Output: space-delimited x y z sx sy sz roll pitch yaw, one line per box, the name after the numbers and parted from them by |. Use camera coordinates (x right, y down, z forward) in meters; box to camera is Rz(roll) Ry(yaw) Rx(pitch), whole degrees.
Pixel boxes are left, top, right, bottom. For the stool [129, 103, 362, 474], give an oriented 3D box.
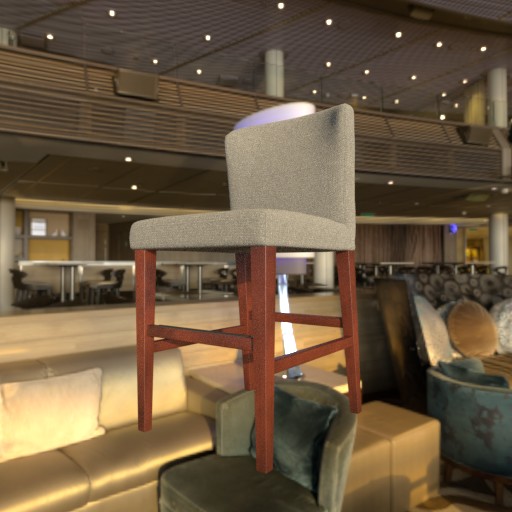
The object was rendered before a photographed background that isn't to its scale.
0.000 0.000 1.313 0.479 0.968 0.568 -1 -1 36 | stool
